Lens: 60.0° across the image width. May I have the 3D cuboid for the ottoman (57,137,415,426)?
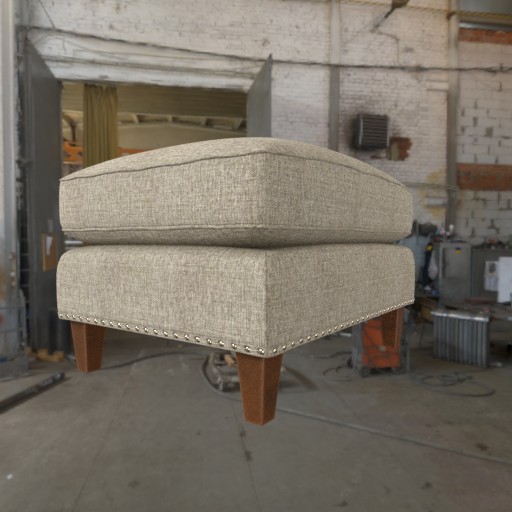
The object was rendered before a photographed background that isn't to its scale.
[{"bbox_3d":[0.000,0.000,1.118,0.584,0.513,0.741,2,3,36],"label":"ottoman"}]
